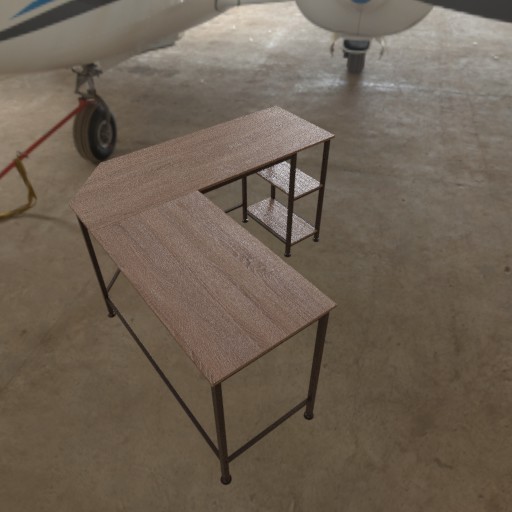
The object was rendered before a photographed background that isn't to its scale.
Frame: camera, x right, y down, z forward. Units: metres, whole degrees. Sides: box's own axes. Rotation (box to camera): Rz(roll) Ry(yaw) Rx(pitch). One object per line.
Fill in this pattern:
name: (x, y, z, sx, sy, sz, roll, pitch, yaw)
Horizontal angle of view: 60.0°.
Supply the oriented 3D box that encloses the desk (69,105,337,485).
desk: (0.000, 0.000, 2.226, 1.379, 0.739, 1.379, -27, 48, -27)
